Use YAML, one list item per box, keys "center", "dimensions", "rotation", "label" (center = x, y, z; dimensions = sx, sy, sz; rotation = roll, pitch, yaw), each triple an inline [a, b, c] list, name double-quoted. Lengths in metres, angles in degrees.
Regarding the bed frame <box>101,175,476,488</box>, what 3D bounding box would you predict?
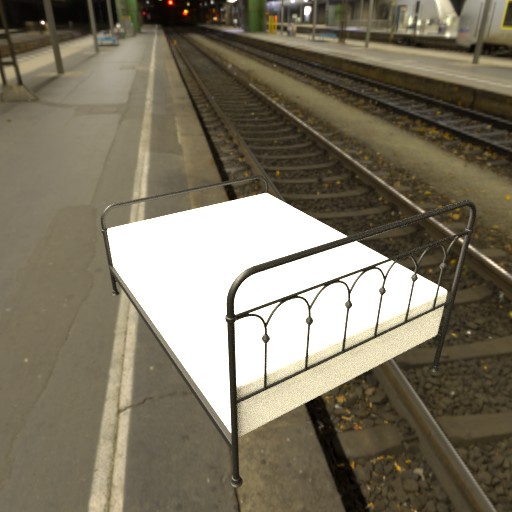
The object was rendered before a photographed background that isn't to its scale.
- center: [0.000, 0.000, 3.207]
  dimensions: [1.664, 1.276, 2.203]
  rotation: [-17, 33, -28]
  label: "bed frame"
